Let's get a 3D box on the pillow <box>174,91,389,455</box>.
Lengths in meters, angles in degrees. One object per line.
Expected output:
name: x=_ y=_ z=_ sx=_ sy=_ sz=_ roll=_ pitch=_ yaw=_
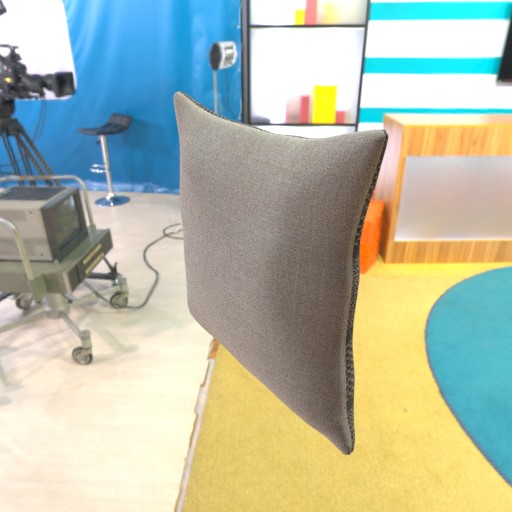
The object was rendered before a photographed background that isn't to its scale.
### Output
pillow: x=0.000 y=0.000 z=0.662 sx=0.138 sy=0.432 sz=0.435 roll=-17 pitch=31 yaw=-31
